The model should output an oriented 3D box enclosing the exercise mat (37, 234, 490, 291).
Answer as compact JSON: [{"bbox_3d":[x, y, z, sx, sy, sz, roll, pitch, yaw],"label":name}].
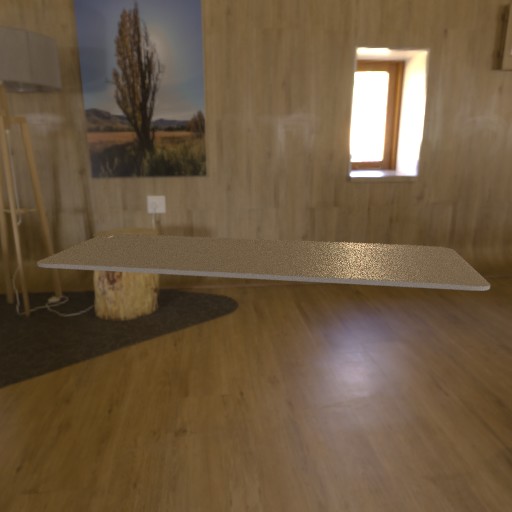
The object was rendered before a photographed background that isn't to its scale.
[{"bbox_3d":[0.000,0.000,2.072,1.884,0.021,0.616,3,15,9],"label":"exercise mat"}]
